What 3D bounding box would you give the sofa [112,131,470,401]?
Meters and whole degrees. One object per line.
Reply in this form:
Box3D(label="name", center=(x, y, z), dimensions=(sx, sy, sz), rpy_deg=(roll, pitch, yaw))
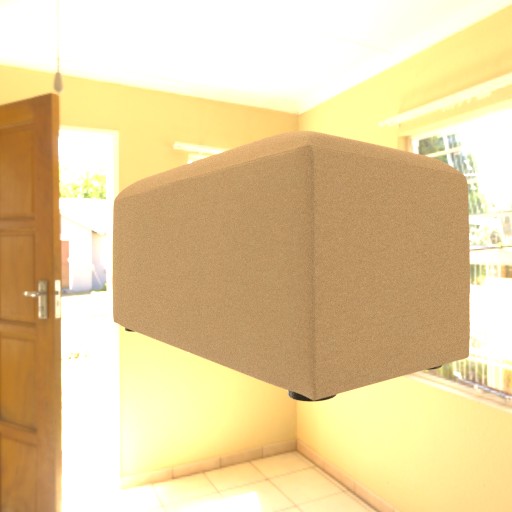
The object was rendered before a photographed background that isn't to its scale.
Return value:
Box3D(label="sofa", center=(0.000, 0.000, 1.180), dimensions=(0.480, 0.470, 0.930), rpy_deg=(-1, 1, -37))
